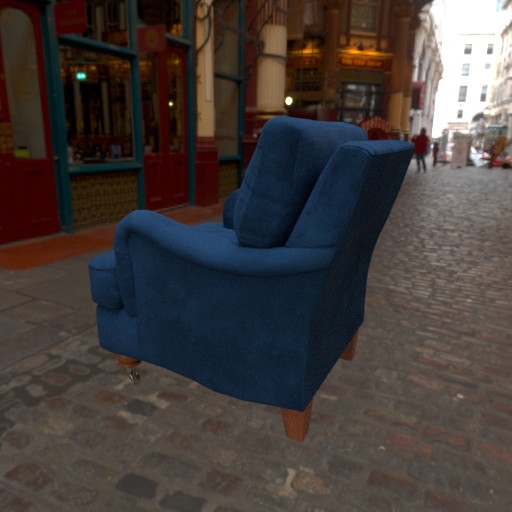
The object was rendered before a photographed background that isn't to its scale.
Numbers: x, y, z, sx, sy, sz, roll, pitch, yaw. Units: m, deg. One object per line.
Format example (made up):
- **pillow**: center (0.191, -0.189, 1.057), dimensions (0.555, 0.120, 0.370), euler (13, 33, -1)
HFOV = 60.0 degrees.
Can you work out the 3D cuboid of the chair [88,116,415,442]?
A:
- **chair**: center (0.000, 0.000, 1.840), dimensions (1.078, 1.076, 0.895), euler (7, 17, 26)
